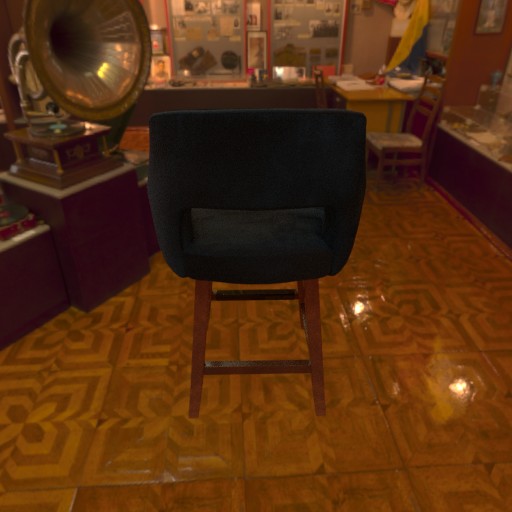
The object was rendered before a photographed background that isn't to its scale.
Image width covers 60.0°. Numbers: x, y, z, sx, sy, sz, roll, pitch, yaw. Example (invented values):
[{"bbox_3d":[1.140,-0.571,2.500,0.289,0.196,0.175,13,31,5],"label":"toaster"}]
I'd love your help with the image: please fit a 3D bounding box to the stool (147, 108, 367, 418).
[{"bbox_3d":[0.000,0.000,1.288,0.550,0.940,0.560,-1,30,-1],"label":"stool"}]
